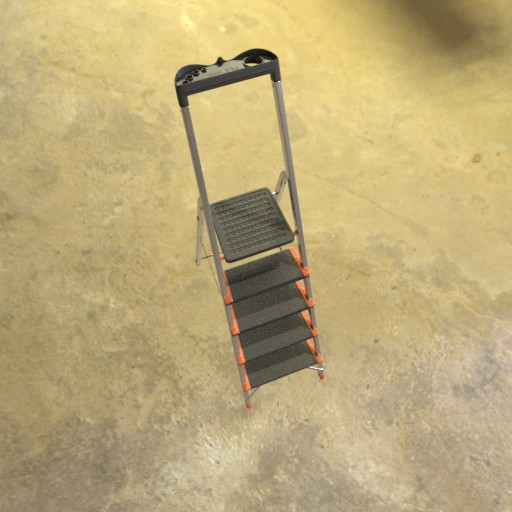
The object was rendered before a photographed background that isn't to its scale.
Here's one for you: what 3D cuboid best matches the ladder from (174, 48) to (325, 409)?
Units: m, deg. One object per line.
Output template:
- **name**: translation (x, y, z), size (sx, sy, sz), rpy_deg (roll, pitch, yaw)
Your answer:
- **ladder**: translation (0.000, 0.000, 2.009), size (0.480, 1.646, 0.995), rpy_deg (-19, 65, -9)
